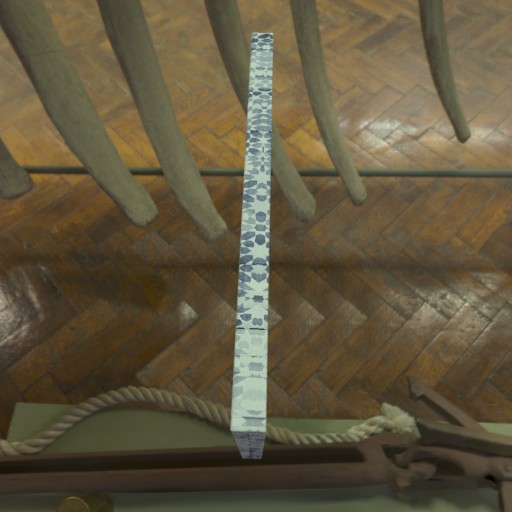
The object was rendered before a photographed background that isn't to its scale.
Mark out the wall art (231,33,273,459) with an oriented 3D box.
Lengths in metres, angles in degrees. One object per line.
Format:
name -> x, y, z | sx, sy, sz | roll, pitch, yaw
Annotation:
wall art -> 0.000, 0.000, 1.134 | 0.057, 0.608, 0.911 | 2, 62, 1
